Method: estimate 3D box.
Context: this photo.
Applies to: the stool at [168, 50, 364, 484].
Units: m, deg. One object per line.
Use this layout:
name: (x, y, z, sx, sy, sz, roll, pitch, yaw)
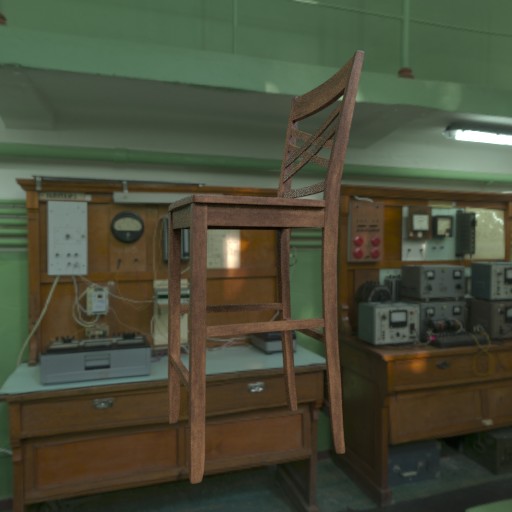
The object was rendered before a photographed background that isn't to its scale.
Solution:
stool: (0.000, 0.000, 1.328, 0.487, 1.105, 0.433, -1, 2, -19)
